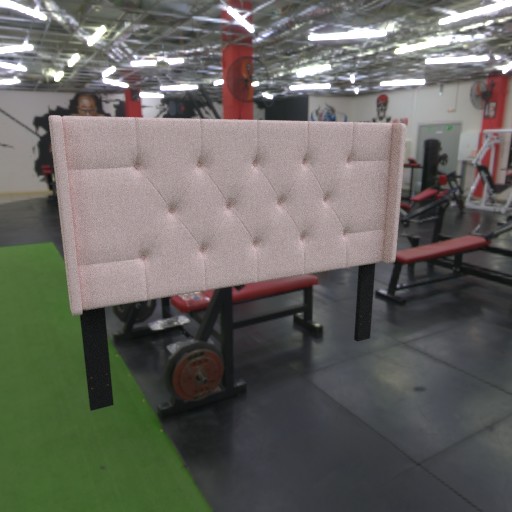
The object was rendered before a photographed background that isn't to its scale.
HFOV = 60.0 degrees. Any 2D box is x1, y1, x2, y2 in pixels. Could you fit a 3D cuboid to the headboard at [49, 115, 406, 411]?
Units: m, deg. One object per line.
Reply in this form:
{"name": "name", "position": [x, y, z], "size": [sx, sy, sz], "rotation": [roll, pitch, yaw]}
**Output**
{"name": "headboard", "position": [0.000, 0.000, 2.598], "size": [2.051, 1.524, 0.184], "rotation": [-8, 17, -27]}
